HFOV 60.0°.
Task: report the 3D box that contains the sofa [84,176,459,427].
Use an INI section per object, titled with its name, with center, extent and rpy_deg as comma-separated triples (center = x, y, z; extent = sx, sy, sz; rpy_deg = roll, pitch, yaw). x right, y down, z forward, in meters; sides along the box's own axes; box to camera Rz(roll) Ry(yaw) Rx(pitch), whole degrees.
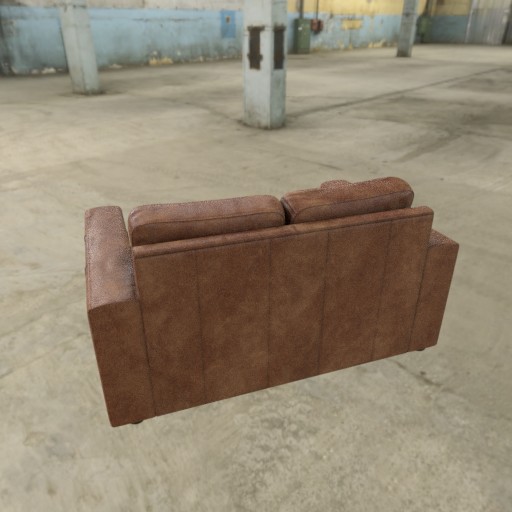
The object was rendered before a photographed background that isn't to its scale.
[sofa]
center = 0.000, 0.000, 2.285
extent = 1.626, 0.889, 1.041
rpy_deg = -9, 28, -17
